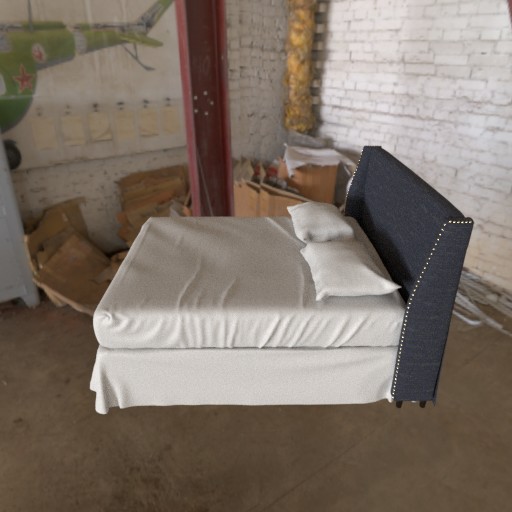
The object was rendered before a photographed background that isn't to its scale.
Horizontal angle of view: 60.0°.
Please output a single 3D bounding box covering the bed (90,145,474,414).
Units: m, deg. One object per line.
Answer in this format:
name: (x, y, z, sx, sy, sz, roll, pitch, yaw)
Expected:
bed: (0.000, 0.000, 3.412, 2.276, 1.332, 1.925, 0, 26, -1)
